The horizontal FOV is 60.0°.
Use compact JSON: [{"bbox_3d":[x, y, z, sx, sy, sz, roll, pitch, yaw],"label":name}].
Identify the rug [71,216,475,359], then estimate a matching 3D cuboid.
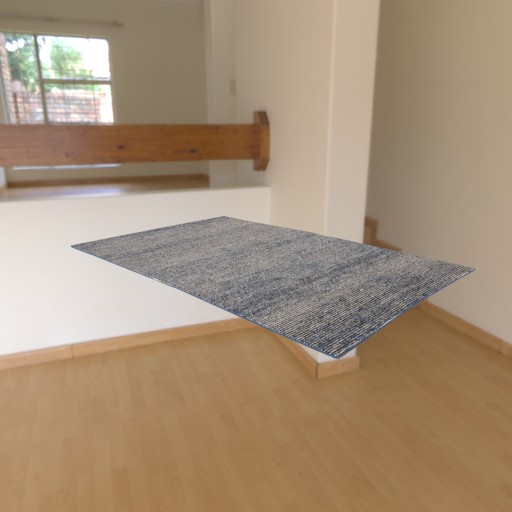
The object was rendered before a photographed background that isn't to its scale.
[{"bbox_3d":[0.000,0.000,2.291,1.793,0.025,1.159,16,23,42],"label":"rug"}]
